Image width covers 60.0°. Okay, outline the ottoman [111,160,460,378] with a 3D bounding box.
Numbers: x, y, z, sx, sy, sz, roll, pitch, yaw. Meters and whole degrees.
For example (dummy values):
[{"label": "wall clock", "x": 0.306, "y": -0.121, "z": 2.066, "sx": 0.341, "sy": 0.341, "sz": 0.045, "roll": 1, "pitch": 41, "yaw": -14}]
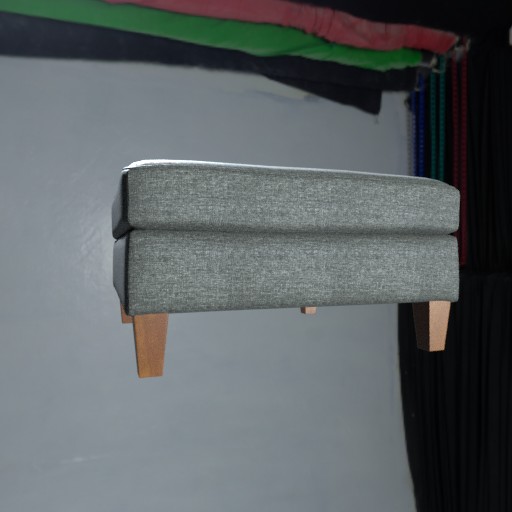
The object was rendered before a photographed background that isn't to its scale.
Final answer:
[{"label": "ottoman", "x": 0.000, "y": 0.000, "z": 1.376, "sx": 0.838, "sy": 0.481, "sz": 0.838, "roll": 0, "pitch": 1, "yaw": -20}]
